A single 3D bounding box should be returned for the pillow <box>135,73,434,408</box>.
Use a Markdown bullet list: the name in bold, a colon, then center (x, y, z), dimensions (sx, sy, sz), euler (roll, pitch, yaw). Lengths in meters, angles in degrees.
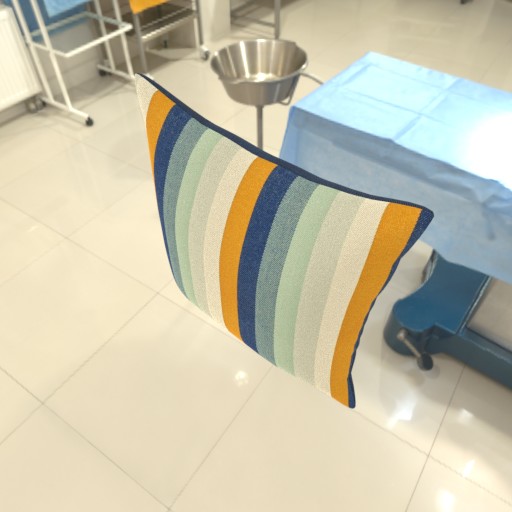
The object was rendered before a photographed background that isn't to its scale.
- **pillow**: center (0.000, 0.000, 0.703), dimensions (0.463, 0.454, 0.173), euler (33, 55, 26)
